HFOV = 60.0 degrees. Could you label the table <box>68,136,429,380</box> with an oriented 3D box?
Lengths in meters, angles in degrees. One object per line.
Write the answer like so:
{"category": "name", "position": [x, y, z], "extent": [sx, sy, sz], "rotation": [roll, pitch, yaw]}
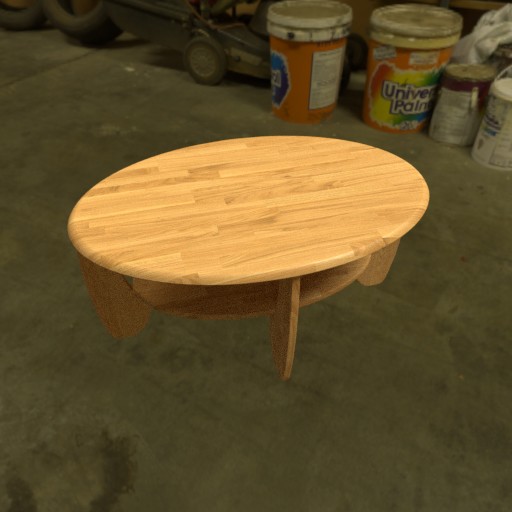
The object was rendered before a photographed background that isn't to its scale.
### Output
{"category": "table", "position": [0.000, 0.000, 1.422], "extent": [1.040, 0.490, 0.690], "rotation": [-11, 42, -12]}
